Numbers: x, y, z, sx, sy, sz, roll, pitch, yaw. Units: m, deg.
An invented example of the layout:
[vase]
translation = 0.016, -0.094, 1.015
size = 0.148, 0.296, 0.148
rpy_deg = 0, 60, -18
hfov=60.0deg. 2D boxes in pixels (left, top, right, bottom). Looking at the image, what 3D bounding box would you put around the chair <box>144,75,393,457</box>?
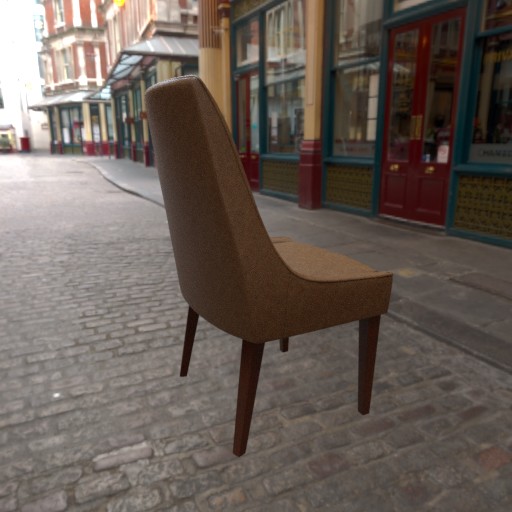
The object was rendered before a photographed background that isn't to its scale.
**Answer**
[chair]
translation = 0.000, 0.000, 1.217
size = 0.544, 0.861, 0.529
rpy_deg = -7, 15, -26
